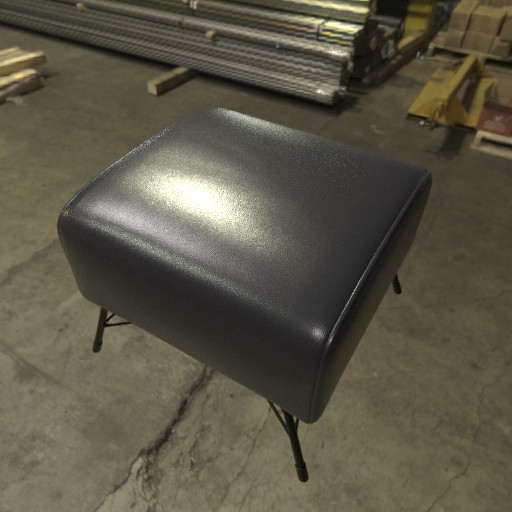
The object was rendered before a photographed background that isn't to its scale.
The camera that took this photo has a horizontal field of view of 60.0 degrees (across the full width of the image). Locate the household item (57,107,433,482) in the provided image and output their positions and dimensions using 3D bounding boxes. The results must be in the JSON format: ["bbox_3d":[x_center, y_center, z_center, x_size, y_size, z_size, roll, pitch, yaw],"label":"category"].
[{"bbox_3d":[0.000,0.000,0.895,0.530,0.410,0.530,23,49,22],"label":"household item"}]
